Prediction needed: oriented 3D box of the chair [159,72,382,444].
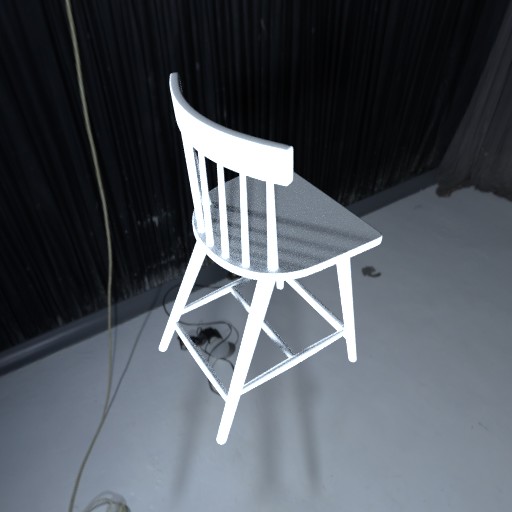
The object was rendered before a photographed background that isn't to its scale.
[{"bbox_3d":[0.000,0.000,1.299,0.572,0.952,0.483,-24,47,-25],"label":"chair"}]
